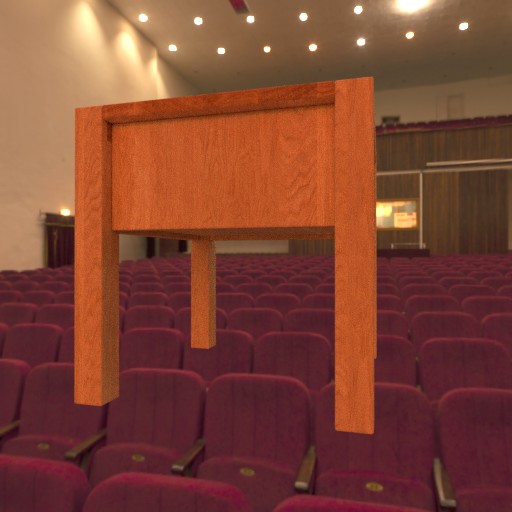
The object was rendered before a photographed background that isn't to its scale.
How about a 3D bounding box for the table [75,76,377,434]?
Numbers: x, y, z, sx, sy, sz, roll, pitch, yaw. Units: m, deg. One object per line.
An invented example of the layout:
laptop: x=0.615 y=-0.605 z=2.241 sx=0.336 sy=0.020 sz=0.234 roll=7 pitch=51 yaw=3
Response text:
table: x=0.000 y=0.000 z=0.845 sx=0.440 sy=0.450 sz=0.480 roll=0 pitch=0 yaw=16
